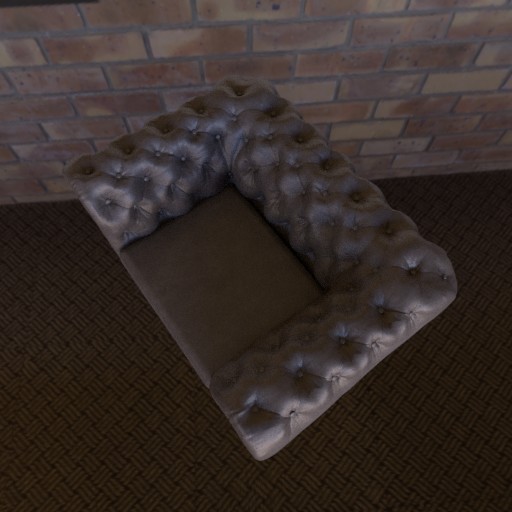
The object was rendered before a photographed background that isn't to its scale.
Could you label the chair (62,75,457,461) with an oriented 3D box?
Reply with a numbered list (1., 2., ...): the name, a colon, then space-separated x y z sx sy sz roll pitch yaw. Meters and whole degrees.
1. chair: 0.000 0.000 1.874 0.943 0.780 1.298 -34 70 -14
